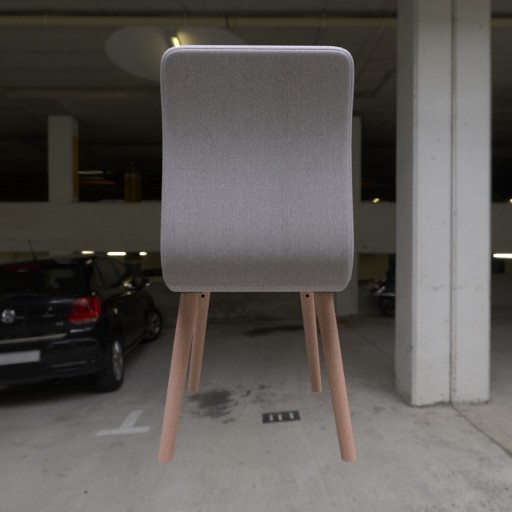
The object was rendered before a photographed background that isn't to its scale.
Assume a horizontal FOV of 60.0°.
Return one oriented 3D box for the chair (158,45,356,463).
[{"bbox_3d":[0.000,0.000,1.185,0.435,0.885,0.550,0,1,-1],"label":"chair"}]
